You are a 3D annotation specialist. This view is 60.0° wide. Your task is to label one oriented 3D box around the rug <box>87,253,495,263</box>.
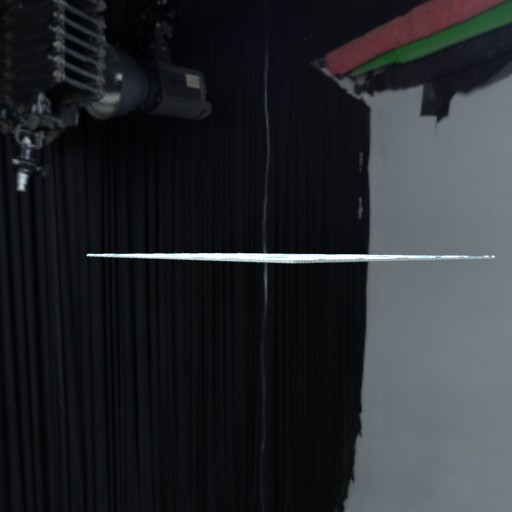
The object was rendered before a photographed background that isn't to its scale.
[{"bbox_3d":[0.000,0.000,2.995,1.518,0.015,2.438,-1,1,-37],"label":"rug"}]
